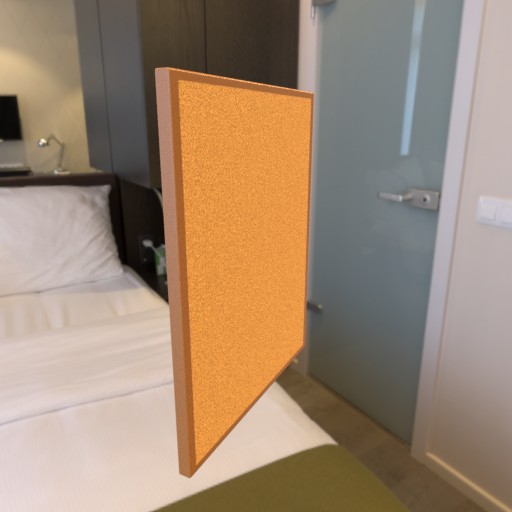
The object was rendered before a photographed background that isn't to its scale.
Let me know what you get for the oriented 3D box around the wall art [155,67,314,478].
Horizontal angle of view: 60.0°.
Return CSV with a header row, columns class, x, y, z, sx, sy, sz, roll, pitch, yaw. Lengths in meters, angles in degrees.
class,x,y,z,sx,sy,sz,roll,pitch,yaw
wall art,0.000,0.000,0.521,0.015,0.379,0.310,8,18,26
